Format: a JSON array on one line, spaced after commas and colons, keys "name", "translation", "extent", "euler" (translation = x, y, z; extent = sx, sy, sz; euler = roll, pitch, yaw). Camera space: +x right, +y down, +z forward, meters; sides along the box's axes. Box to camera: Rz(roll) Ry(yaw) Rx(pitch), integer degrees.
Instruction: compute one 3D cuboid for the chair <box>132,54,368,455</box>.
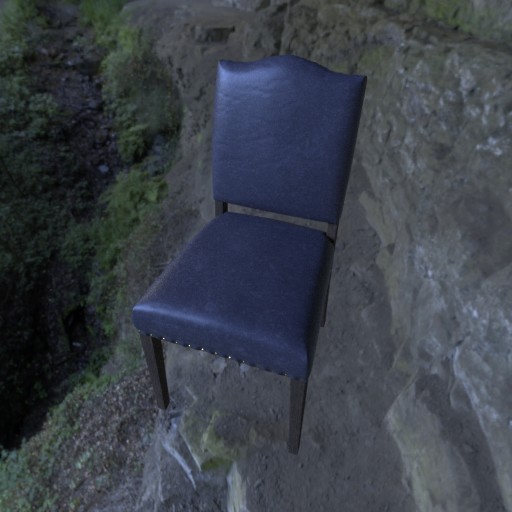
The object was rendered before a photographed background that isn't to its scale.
[{"name": "chair", "translation": [0.000, 0.000, 1.328], "extent": [0.500, 0.991, 0.633], "euler": [13, 42, 15]}]
